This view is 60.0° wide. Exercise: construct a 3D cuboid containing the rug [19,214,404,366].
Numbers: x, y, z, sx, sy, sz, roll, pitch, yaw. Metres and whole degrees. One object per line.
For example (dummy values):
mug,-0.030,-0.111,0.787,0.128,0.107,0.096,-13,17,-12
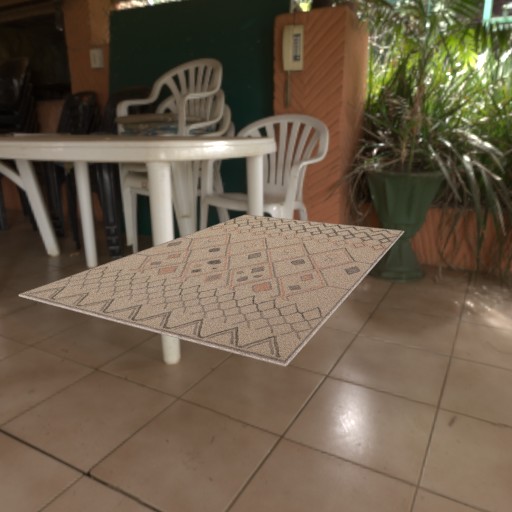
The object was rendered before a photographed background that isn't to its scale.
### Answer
rug,0.000,0.000,3.006,1.524,0.015,2.438,8,18,26
